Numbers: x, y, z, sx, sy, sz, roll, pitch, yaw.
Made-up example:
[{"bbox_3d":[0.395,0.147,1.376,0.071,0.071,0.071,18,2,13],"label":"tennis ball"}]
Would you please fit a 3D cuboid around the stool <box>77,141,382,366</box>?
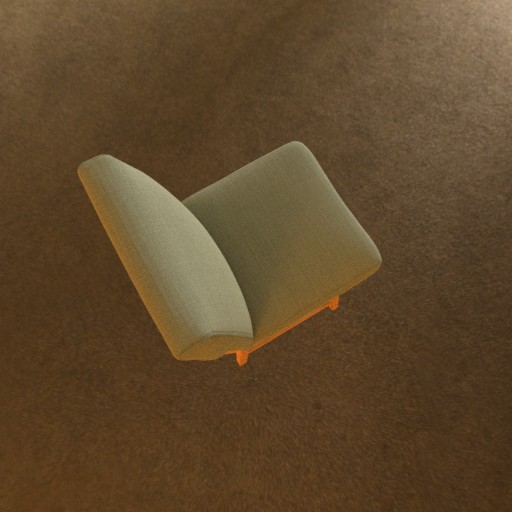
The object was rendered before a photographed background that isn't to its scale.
[{"bbox_3d":[0.000,0.000,1.306,0.570,1.019,0.459,-30,77,-8],"label":"stool"}]
